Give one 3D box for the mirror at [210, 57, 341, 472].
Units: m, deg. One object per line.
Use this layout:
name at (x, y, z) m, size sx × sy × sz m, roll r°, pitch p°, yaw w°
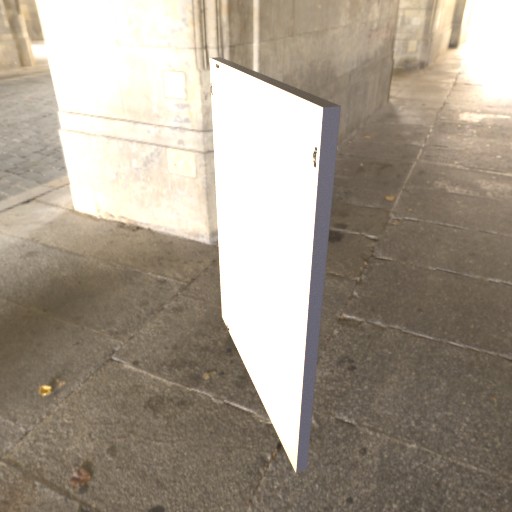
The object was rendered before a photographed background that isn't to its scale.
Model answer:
mirror at (0.000, 0.000, 1.330) m, size 0.040 × 1.016 × 0.762 m, roll -10°, pitch 32°, yaw -17°
